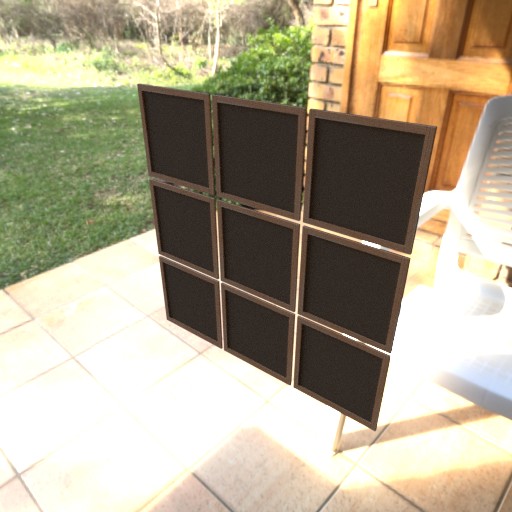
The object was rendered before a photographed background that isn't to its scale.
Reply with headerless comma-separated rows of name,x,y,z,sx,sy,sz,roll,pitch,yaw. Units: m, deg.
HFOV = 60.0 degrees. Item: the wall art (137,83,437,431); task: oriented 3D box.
wall art,0.000,0.000,2.267,1.520,1.525,0.013,20,36,31
